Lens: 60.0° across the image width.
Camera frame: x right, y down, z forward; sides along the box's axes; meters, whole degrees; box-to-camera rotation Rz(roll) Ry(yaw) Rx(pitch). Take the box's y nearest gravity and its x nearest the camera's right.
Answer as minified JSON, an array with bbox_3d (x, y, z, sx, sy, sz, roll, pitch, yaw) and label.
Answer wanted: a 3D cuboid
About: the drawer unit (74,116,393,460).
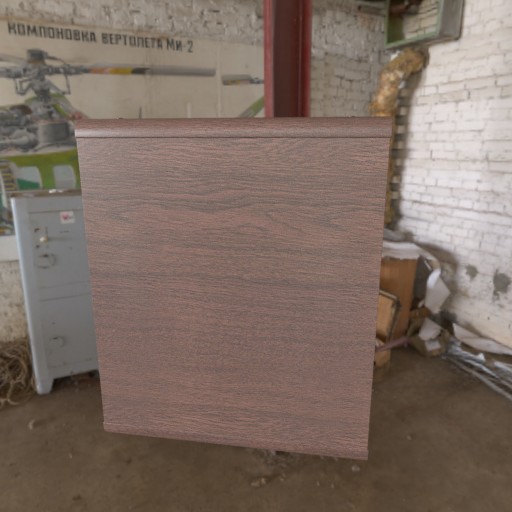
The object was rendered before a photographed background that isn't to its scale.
[{"bbox_3d":[0.000,0.000,0.598,0.290,0.344,0.344,2,15,9],"label":"drawer unit"}]
